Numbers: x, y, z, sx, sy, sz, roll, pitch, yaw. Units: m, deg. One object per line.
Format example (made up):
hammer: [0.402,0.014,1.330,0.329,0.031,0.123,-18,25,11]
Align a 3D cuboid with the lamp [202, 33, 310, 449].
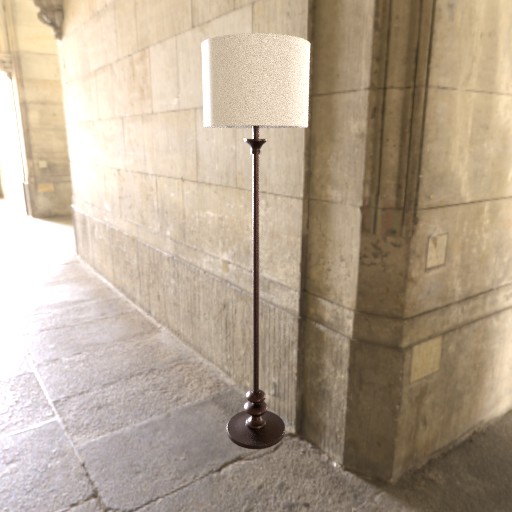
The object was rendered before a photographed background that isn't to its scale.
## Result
lamp: [0.000,0.000,1.644,0.356,1.487,0.356,2,15,8]
